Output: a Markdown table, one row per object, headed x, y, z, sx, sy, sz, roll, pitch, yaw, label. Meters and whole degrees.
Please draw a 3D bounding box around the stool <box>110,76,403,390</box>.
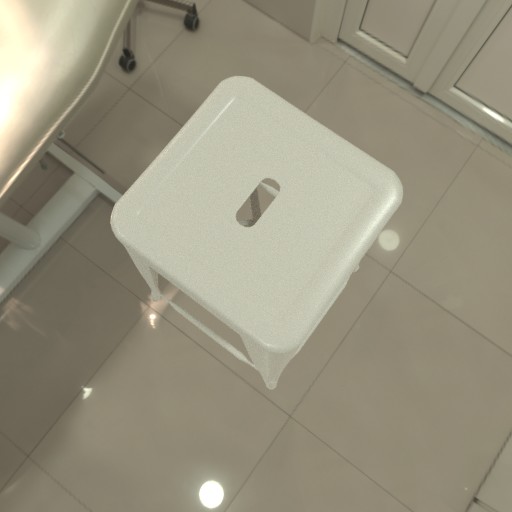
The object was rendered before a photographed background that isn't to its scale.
| x | y | z | sx | sy | sz | roll | pitch | yaw | label |
| --- | --- | --- | --- | --- | --- | --- | --- | --- | --- |
| 0.000 | 0.000 | 0.894 | 0.406 | 0.610 | 0.406 | 36 | 79 | 8 | stool |
